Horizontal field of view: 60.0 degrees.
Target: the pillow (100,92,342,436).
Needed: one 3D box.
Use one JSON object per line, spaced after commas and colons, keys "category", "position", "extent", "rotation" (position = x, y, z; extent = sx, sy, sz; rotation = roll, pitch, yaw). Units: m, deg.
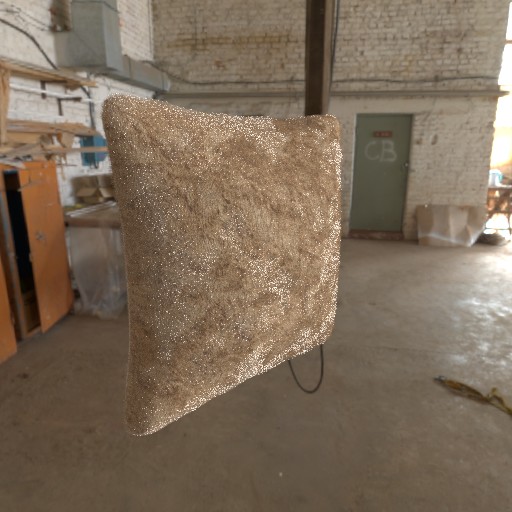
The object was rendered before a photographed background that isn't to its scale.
{"category": "pillow", "position": [0.000, 0.000, 0.804], "extent": [0.216, 0.525, 0.538], "rotation": [13, 19, 43]}
